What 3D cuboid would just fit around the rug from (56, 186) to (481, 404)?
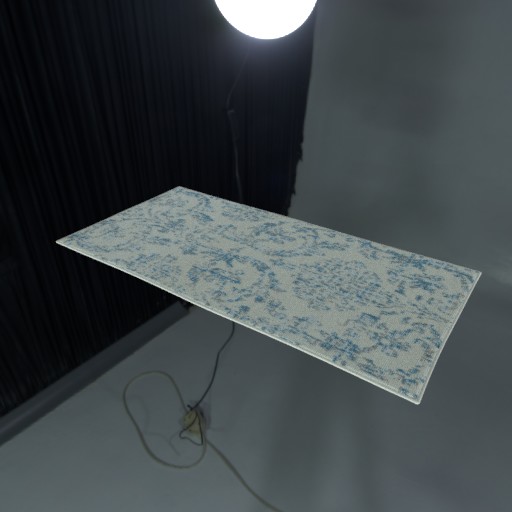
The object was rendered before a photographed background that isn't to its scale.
[{"bbox_3d":[0.000,0.000,1.405,1.220,0.007,0.605,19,36,29],"label":"rug"}]
